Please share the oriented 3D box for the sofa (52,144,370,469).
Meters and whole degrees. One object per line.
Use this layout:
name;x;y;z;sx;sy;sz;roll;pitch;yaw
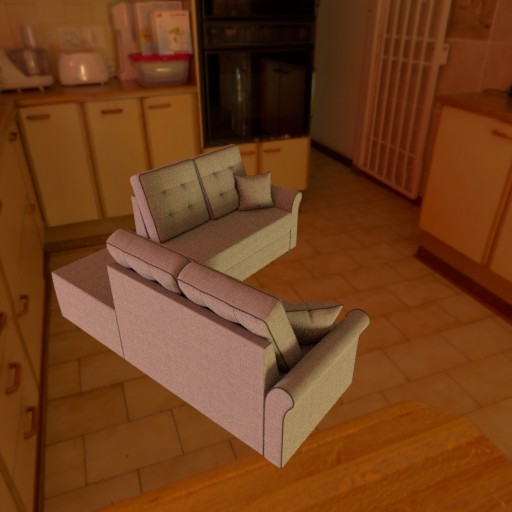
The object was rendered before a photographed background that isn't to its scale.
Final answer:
sofa;0.000;0.000;3.248;2.068;0.988;2.070;21;36;33
